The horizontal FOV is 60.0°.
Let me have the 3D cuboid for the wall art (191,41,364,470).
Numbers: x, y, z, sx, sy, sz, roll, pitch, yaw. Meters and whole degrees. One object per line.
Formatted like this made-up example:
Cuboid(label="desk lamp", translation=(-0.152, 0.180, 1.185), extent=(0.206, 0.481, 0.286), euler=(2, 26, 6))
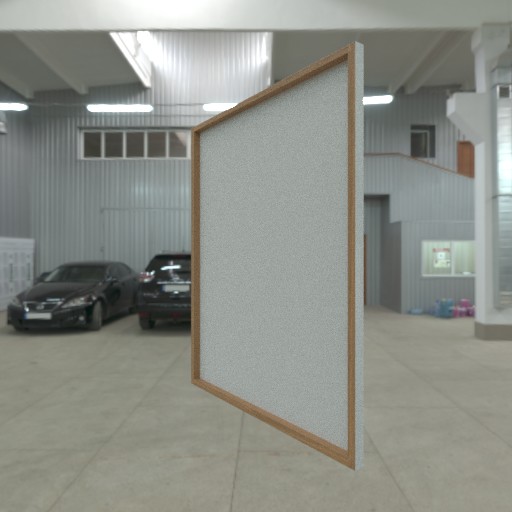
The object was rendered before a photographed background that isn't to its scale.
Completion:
Cuboid(label="wall art", translation=(0.000, 0.000, 0.989), extent=(0.021, 0.710, 0.609), euler=(0, 0, -34))
